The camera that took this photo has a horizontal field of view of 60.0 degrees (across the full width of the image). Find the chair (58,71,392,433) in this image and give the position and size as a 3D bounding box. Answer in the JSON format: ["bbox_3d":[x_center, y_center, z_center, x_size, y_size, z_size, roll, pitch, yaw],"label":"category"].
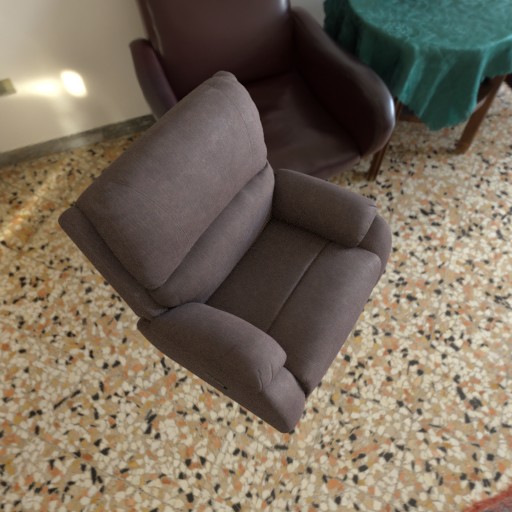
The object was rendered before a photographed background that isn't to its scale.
[{"bbox_3d":[0.000,0.000,1.740,0.899,1.011,0.930,29,63,17],"label":"chair"}]
